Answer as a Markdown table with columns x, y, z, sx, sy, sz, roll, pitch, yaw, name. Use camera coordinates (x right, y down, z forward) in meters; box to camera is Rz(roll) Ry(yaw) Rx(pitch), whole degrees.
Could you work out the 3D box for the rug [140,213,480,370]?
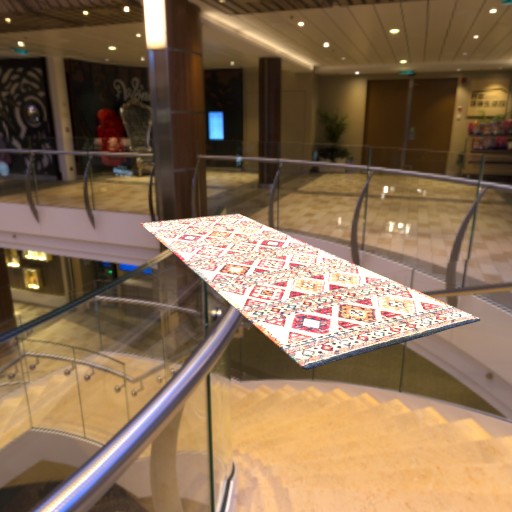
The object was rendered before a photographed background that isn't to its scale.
| x | y | z | sx | sy | sz | roll | pitch | yaw | name |
| --- | --- | --- | --- | --- | --- | --- | --- | --- | --- |
| 0.000 | 0.000 | 2.592 | 0.832 | 0.008 | 2.362 | -8 | 19 | -25 | rug |
